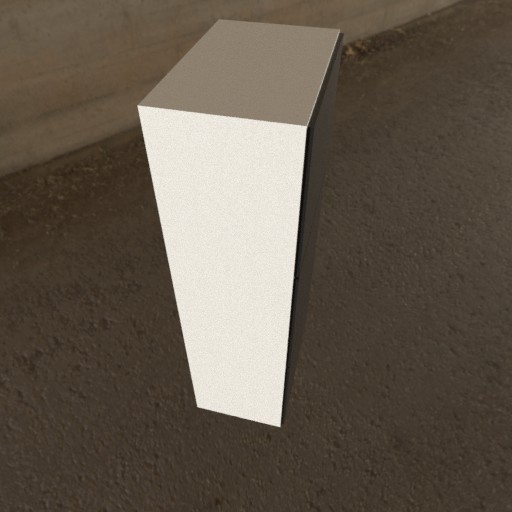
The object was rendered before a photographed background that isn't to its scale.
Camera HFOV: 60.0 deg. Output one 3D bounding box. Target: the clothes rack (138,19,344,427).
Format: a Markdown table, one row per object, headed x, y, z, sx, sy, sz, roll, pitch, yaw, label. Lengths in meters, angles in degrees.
| x | y | z | sx | sy | sz | roll | pitch | yaw | label |
| --- | --- | --- | --- | --- | --- | --- | --- | --- | --- |
| 0.000 | 0.000 | 1.379 | 0.330 | 1.187 | 0.500 | 10 | 46 | 10 | clothes rack |
